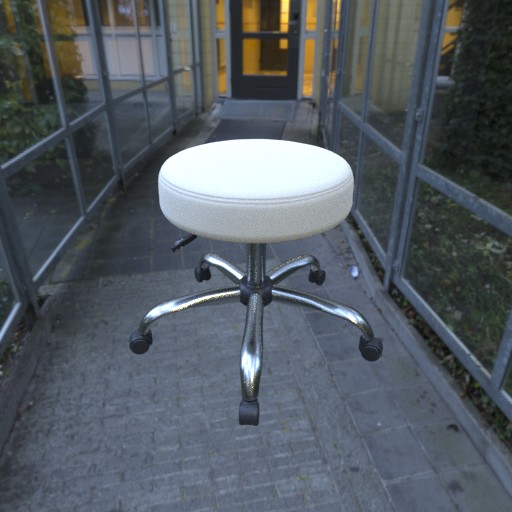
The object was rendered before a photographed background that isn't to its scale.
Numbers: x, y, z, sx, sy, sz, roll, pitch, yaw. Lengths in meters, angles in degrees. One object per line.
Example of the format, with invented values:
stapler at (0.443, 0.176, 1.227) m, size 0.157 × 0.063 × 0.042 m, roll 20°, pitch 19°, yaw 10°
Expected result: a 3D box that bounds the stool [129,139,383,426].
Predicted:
stool at (0.000, 0.000, 1.057) m, size 0.634 × 0.482 × 0.614 m, roll 1°, pitch 28°, yaw 3°
